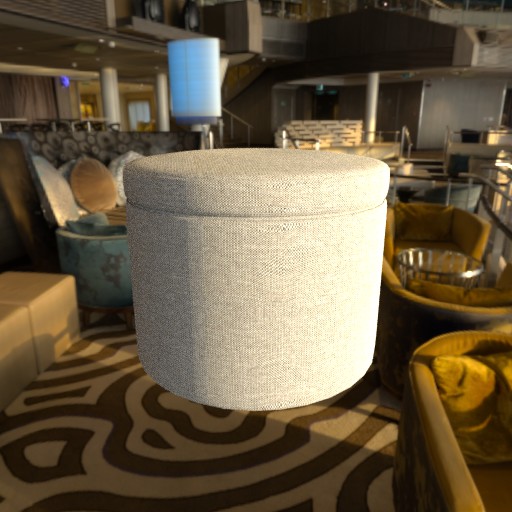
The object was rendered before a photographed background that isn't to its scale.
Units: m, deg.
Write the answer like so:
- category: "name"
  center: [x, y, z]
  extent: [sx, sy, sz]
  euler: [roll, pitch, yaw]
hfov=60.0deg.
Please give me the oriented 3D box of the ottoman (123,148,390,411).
- category: "ottoman"
  center: [0.000, 0.000, 0.912]
  extent: [0.500, 0.419, 0.500]
  euler: [0, 17, 0]
